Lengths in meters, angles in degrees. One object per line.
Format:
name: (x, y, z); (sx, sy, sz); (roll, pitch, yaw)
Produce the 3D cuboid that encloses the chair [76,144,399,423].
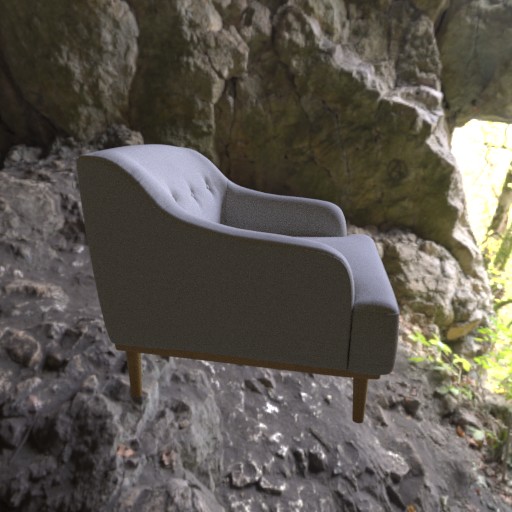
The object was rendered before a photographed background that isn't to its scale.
chair: (0.000, 0.000, 1.685); (0.951, 0.818, 0.946); (3, 16, 9)
